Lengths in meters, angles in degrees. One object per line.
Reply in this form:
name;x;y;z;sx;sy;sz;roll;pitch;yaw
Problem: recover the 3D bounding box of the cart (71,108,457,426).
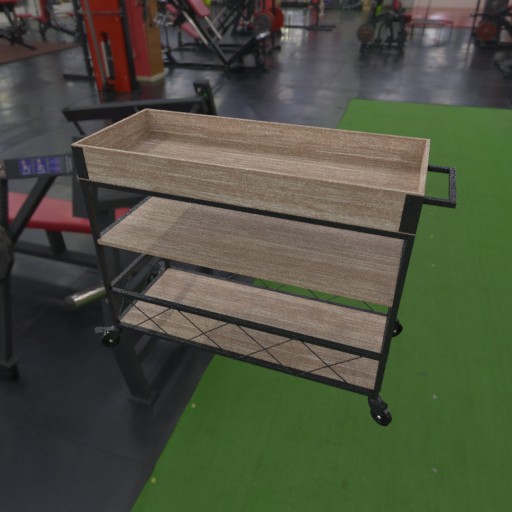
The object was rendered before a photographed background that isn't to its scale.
cart;0.000;0.000;1.495;1.101;0.787;0.500;11;35;17
